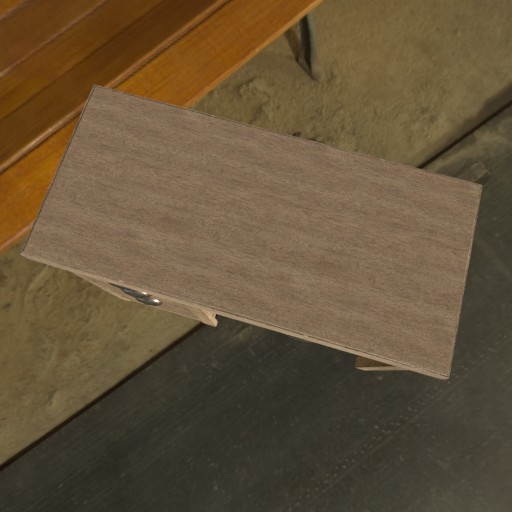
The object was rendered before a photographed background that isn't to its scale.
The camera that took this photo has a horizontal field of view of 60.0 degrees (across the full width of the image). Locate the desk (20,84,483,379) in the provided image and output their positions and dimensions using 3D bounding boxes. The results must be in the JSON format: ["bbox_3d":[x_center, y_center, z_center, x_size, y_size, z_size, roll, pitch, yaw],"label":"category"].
[{"bbox_3d":[0.000,0.000,1.785,1.289,0.912,0.610,16,76,4],"label":"desk"}]
